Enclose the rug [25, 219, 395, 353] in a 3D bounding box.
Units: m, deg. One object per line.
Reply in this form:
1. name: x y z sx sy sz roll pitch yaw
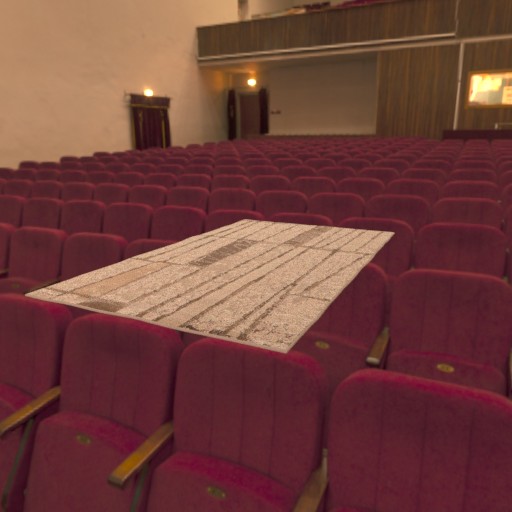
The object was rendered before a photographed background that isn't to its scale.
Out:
1. rug: 0.000 0.000 1.071 0.515 0.007 0.867 7 16 25
